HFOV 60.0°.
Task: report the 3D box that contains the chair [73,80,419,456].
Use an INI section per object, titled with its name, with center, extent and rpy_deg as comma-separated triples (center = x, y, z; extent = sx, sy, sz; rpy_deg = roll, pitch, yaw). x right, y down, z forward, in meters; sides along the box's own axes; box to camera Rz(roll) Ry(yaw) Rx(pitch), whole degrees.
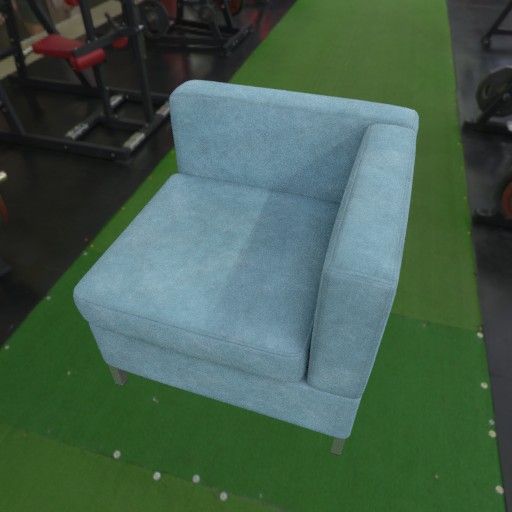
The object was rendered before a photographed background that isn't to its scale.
[chair]
center = 0.000, 0.000, 1.190
extent = 0.691, 0.660, 0.684
rpy_deg = 13, 44, 13
